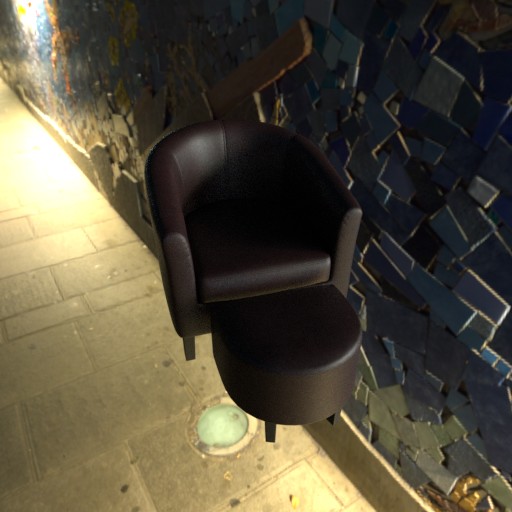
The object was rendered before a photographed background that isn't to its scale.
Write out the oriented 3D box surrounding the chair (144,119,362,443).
[{"bbox_3d":[0.000,0.000,1.692,0.737,0.755,1.176,-9,33,-15],"label":"chair"}]
